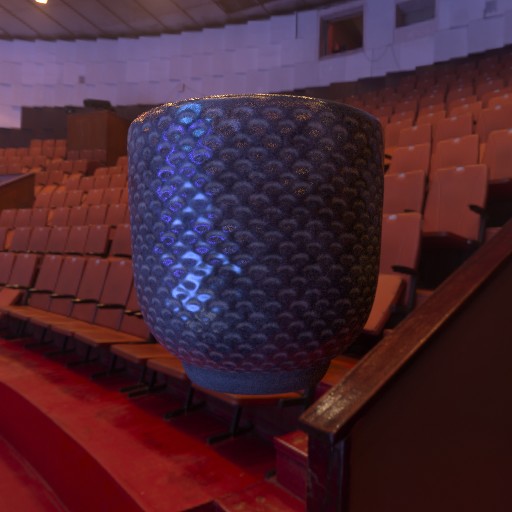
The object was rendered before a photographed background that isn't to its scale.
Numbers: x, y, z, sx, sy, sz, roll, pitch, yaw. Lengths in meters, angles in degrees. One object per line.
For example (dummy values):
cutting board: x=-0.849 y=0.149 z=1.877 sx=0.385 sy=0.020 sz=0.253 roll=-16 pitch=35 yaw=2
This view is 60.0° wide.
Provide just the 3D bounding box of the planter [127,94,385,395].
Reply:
planter: x=0.000 y=0.000 z=0.353 sx=0.197 sy=0.191 sz=0.197 roll=0 pitch=0 yaw=0
